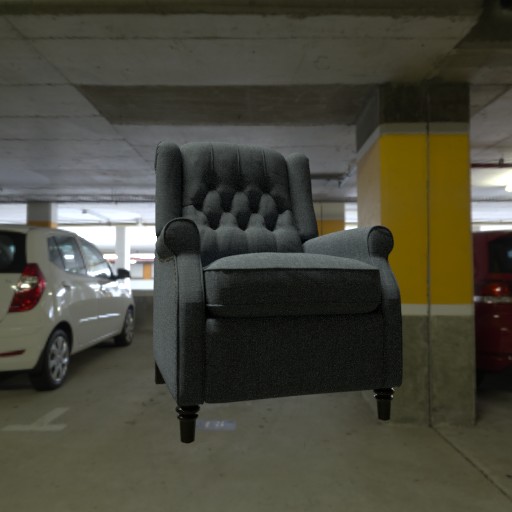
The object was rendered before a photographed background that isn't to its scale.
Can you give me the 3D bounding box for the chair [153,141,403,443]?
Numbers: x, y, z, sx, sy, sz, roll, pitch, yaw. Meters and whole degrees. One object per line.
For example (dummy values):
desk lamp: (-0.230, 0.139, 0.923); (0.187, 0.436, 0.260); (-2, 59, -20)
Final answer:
chair: (0.000, 0.000, 1.637); (0.742, 1.035, 0.898); (1, -3, -18)
